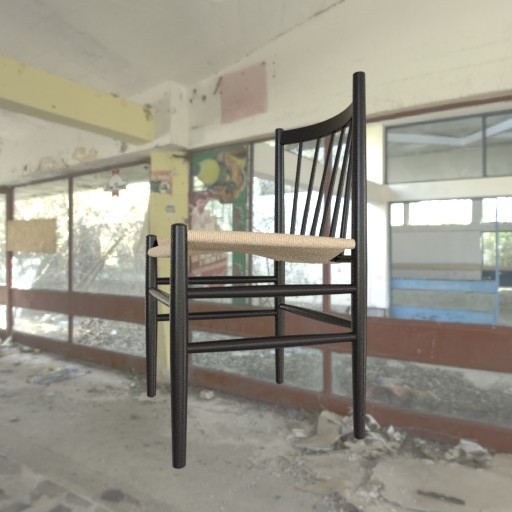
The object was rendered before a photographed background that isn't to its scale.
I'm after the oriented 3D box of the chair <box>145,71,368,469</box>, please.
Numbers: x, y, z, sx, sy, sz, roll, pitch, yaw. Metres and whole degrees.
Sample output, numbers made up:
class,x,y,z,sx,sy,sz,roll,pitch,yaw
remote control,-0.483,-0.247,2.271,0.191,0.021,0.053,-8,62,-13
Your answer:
class,x,y,z,sx,sy,sz,roll,pitch,yaw
chair,0.000,0.000,1.150,0.516,0.818,0.495,0,0,-20
